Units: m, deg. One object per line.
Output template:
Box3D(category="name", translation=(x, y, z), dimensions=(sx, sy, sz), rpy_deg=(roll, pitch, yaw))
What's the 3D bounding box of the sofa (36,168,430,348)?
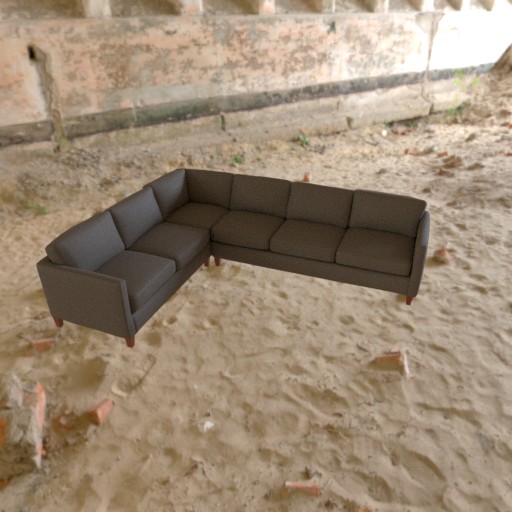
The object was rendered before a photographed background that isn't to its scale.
Box3D(category="sofa", translation=(0.000, 0.000, 4.604), dimensions=(3.302, 0.947, 2.593), rpy_deg=(11, 31, 18))
